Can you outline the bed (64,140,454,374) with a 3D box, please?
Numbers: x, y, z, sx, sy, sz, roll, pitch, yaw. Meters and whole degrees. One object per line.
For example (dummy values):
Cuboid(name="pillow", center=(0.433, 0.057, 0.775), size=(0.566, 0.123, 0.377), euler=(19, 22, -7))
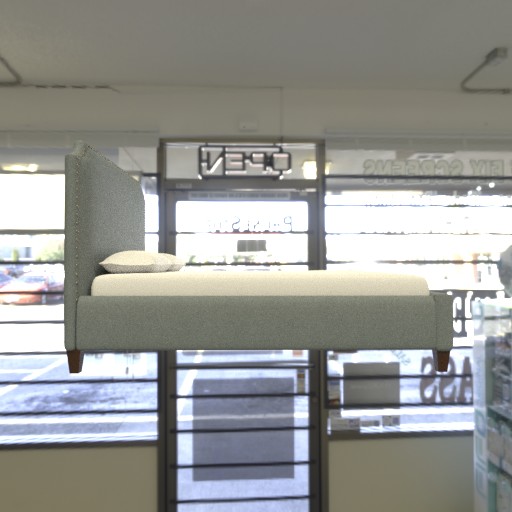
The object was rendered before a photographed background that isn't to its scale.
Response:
Cuboid(name="bed", center=(0.000, 0.000, 3.500), size=(2.372, 1.443, 1.712), euler=(0, -1, -1))
